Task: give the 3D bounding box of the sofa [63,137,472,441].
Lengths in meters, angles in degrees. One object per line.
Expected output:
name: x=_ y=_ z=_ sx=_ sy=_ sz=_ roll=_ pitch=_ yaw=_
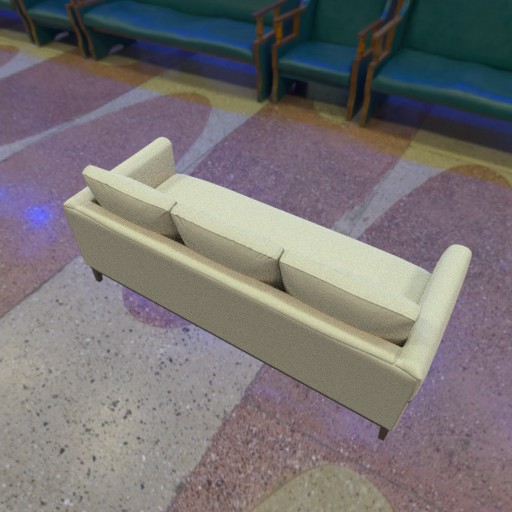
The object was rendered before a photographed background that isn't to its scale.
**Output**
sofa: x=0.000 y=0.000 z=2.658 sx=2.198 sy=0.911 sz=0.902 roll=24 pitch=50 yaw=22
